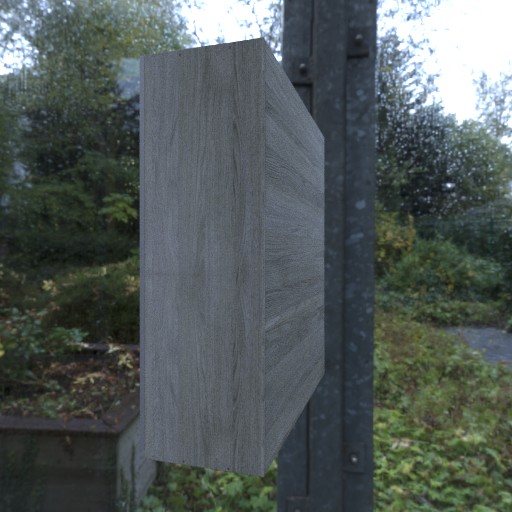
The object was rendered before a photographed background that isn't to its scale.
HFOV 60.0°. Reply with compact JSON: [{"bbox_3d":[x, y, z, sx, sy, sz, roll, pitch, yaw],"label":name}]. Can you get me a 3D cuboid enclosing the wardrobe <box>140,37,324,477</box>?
[{"bbox_3d":[0.000,0.000,2.910,0.629,1.960,1.780,0,0,17],"label":"wardrobe"}]
